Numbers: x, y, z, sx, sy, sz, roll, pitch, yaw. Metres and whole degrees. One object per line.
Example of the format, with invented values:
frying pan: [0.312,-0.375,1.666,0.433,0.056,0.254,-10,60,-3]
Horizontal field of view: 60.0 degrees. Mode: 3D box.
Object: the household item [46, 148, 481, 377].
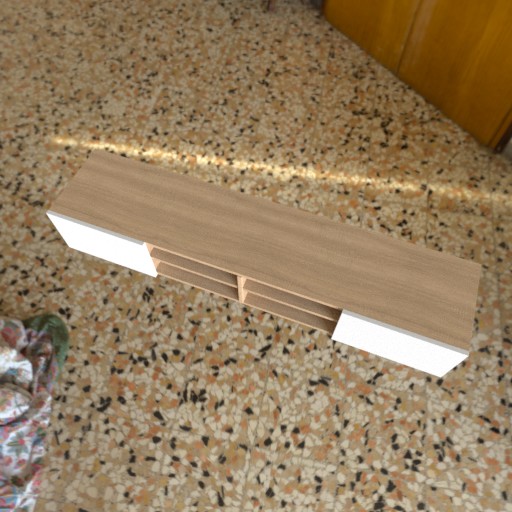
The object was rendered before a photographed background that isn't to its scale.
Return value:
household item: [0.000,0.000,2.049,1.850,0.310,0.420,18,61,10]
